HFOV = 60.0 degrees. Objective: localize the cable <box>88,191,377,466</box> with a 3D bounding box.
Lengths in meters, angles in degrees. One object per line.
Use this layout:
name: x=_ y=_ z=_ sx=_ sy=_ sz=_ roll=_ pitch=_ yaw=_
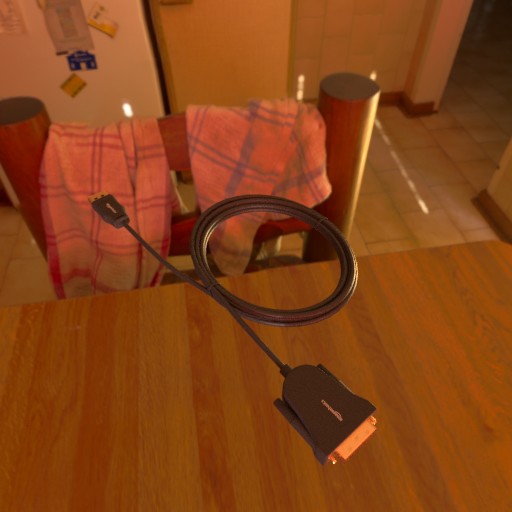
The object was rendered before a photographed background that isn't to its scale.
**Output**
cable: x=0.000 y=0.000 z=0.328 sx=0.136 sy=0.015 sz=0.281 roll=-32 pitch=54 yaw=-26
